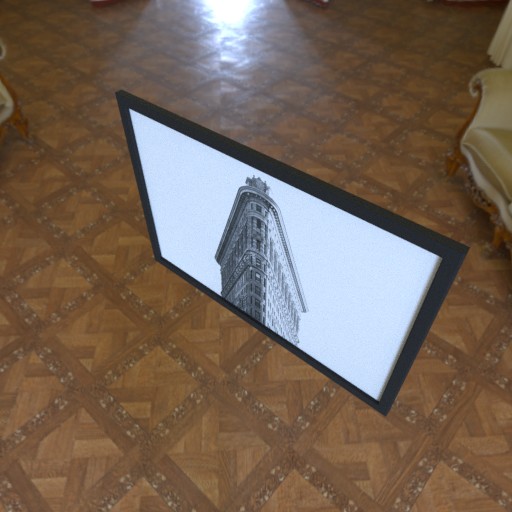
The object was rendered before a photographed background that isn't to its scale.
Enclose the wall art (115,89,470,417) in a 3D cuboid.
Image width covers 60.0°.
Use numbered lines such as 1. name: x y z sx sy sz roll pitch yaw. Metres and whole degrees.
1. wall art: 0.000 0.000 1.230 0.964 0.659 0.049 32 54 27
